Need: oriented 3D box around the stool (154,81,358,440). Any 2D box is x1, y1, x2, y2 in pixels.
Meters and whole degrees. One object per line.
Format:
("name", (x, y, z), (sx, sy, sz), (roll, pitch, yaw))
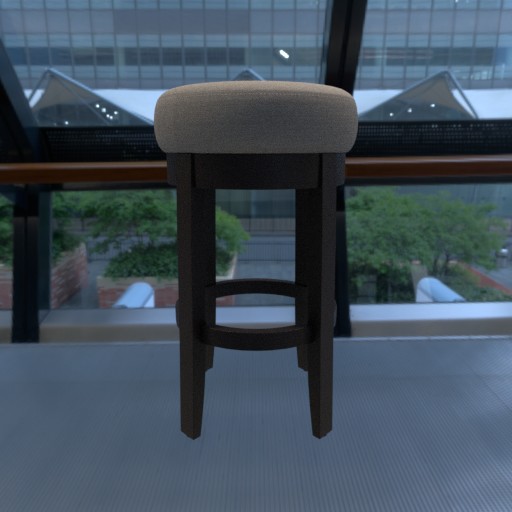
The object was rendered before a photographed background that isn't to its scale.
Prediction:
("stool", (0.000, 0.000, 1.056), (0.443, 0.757, 0.443), (0, 14, 0))
